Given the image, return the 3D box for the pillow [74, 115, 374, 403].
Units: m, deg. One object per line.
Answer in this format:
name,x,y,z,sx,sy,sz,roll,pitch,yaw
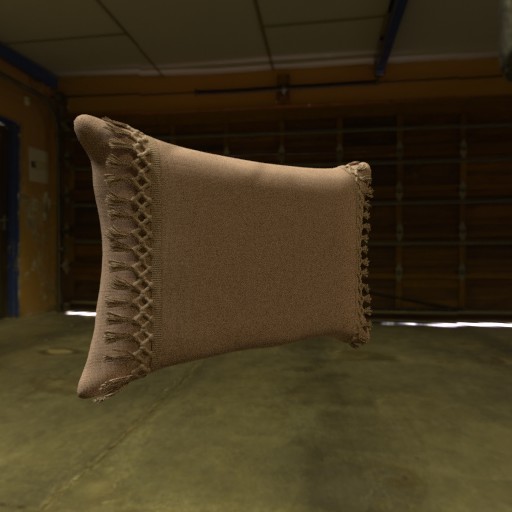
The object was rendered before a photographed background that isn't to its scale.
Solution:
pillow,0.000,0.000,0.598,0.466,0.305,0.084,0,1,-36
